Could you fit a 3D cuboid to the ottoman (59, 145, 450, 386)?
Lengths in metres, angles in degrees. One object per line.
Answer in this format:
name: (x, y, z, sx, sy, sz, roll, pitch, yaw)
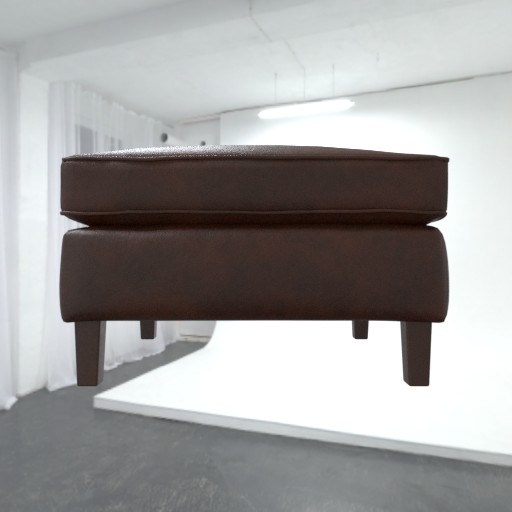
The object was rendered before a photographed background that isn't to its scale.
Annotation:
ottoman: (0.000, 0.000, 0.953, 0.665, 0.432, 0.501, 0, 0, 0)
